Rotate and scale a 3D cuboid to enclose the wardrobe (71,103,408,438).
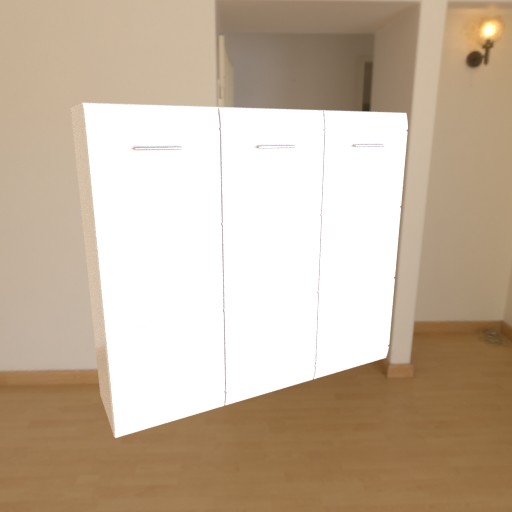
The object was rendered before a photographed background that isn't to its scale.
[{"bbox_3d":[0.000,0.000,1.922,1.340,1.200,0.360,-8,17,-27],"label":"wardrobe"}]
